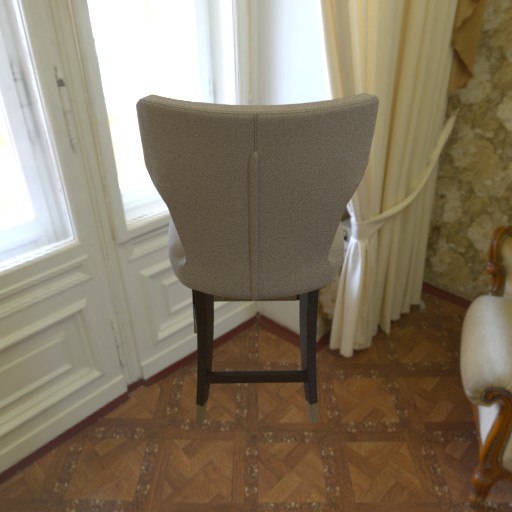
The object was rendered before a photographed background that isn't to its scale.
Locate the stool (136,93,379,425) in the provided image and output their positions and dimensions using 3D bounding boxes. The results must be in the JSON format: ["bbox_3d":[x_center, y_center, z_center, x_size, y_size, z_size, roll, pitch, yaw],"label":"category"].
[{"bbox_3d":[0.000,0.000,1.329,0.527,0.982,0.563,0,30,-1],"label":"stool"}]
